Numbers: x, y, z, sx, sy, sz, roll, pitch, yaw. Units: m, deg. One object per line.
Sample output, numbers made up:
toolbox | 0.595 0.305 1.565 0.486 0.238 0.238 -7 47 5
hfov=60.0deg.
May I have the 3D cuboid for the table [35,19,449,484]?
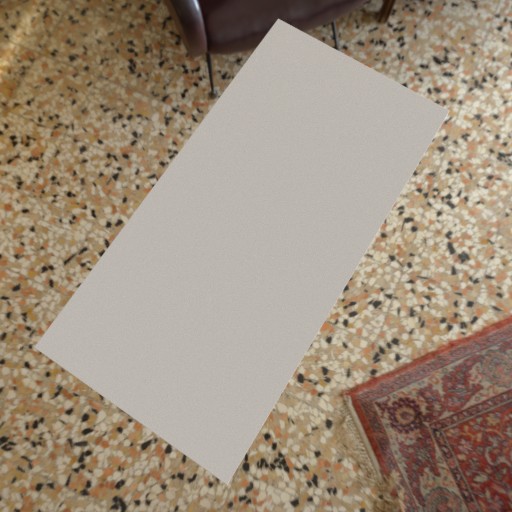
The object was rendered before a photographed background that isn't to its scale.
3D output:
table | 0.000 0.000 1.337 0.498 0.660 0.991 32 78 7
